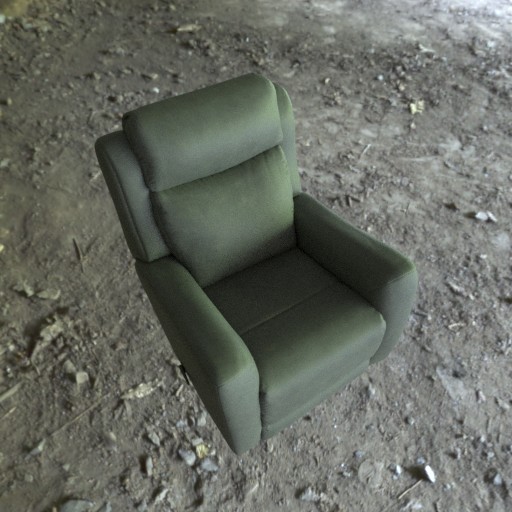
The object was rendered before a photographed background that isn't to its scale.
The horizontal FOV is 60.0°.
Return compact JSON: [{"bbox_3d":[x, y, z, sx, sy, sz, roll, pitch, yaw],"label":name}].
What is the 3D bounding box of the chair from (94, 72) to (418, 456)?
[{"bbox_3d":[0.000,0.000,1.903,0.967,1.116,1.068,-25,53,-21],"label":"chair"}]
